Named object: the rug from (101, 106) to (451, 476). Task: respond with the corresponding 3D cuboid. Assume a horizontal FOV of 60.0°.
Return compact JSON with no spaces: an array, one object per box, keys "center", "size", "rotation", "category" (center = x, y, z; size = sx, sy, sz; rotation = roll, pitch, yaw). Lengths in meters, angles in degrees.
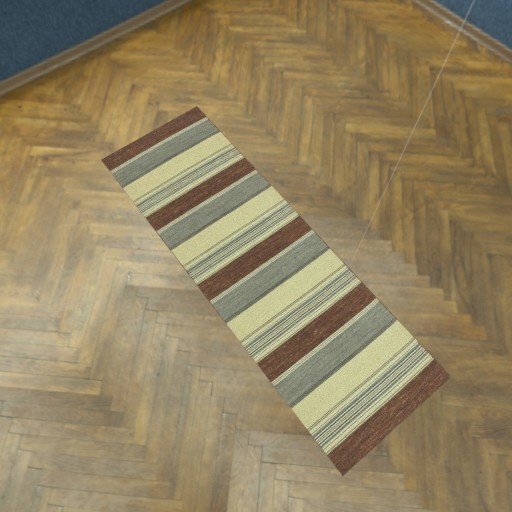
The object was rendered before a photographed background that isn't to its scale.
[{"center":[0.000,0.000,2.712],"size":[0.792,0.006,2.437],"rotation":[-35,69,-15],"category":"rug"}]
